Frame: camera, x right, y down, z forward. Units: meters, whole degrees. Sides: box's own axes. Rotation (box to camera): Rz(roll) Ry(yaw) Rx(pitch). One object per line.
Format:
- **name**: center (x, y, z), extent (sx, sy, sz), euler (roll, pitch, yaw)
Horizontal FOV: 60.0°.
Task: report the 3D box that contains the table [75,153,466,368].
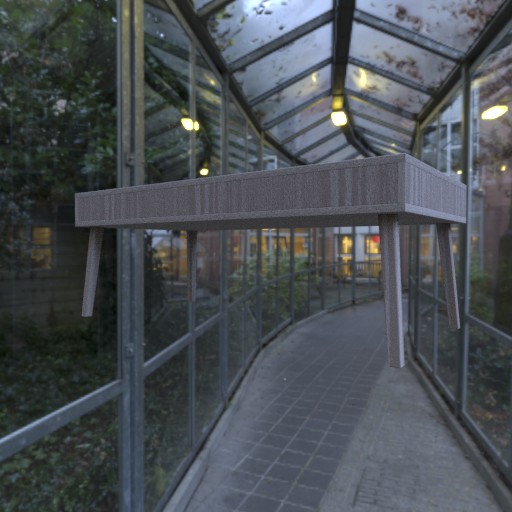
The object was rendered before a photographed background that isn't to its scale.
- **table**: center (0.000, 0.000, 1.509), extent (1.200, 0.450, 0.600), euler (1, 2, 36)
